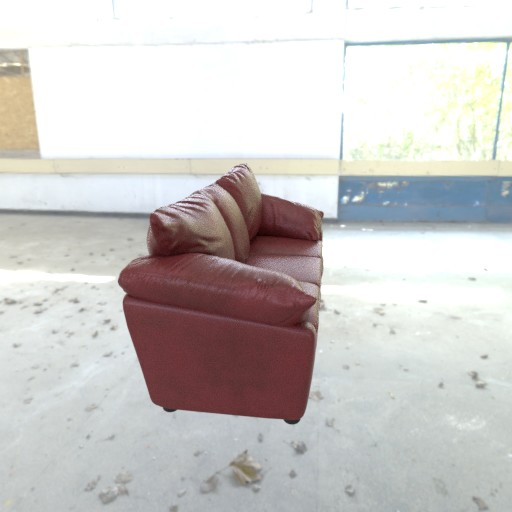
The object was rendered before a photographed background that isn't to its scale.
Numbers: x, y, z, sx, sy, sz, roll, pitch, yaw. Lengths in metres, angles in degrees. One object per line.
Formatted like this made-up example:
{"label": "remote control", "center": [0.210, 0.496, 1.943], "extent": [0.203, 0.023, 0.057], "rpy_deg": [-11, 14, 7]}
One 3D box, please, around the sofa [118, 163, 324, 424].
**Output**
{"label": "sofa", "center": [0.000, 0.000, 2.988], "extent": [0.907, 1.091, 2.390], "rpy_deg": [2, 16, 9]}
